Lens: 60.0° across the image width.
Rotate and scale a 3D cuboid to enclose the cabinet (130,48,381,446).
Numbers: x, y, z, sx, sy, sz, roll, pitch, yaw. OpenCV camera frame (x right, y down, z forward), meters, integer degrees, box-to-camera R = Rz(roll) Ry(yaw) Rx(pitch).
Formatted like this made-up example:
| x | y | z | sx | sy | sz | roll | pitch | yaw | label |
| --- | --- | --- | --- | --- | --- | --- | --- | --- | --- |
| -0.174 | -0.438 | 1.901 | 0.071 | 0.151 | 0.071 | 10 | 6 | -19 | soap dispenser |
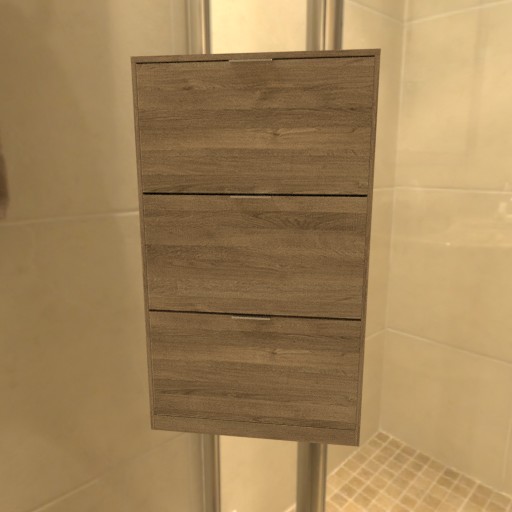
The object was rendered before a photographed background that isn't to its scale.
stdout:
| x | y | z | sx | sy | sz | roll | pitch | yaw | label |
| --- | --- | --- | --- | --- | --- | --- | --- | --- | --- |
| 0.000 | 0.000 | 1.555 | 0.750 | 1.280 | 0.250 | 2 | 12 | 8 | cabinet |
